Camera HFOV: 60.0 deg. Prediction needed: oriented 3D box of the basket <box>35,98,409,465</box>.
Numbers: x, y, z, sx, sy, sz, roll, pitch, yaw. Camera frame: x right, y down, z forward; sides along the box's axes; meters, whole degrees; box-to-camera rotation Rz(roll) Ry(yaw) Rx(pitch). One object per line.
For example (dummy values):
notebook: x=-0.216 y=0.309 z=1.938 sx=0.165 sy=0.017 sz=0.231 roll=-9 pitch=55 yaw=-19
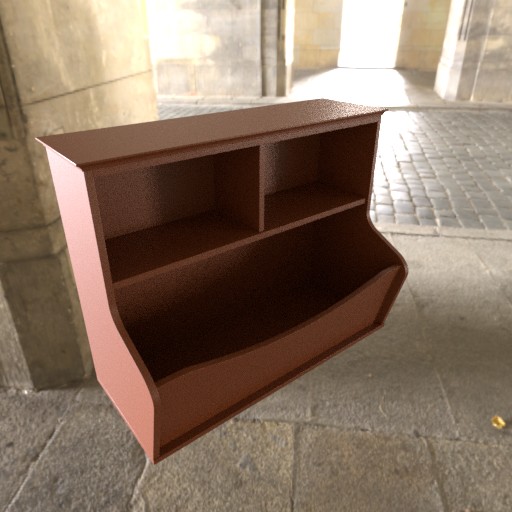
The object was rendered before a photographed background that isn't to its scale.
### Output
basket: x=0.000 y=0.000 z=1.091 sx=0.792 sy=0.625 sz=0.376 roll=-20 pitch=34 yaw=-33
